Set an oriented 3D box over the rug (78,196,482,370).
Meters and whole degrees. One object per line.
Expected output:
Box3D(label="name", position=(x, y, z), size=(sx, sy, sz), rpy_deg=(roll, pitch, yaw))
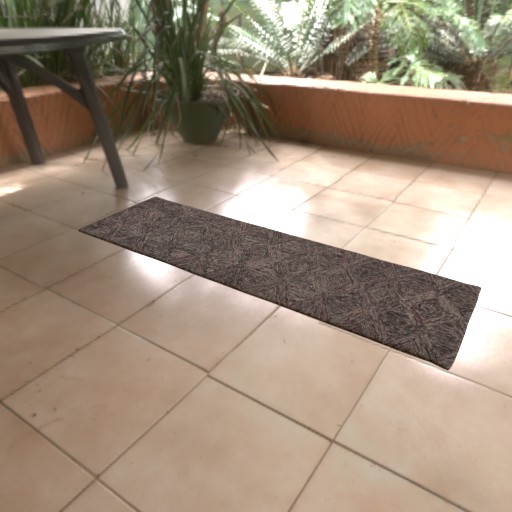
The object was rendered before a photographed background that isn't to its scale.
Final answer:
Box3D(label="rug", position=(0.000, 0.000, 2.557), size=(2.305, 0.013, 0.719), rpy_deg=(18, 34, 29))
